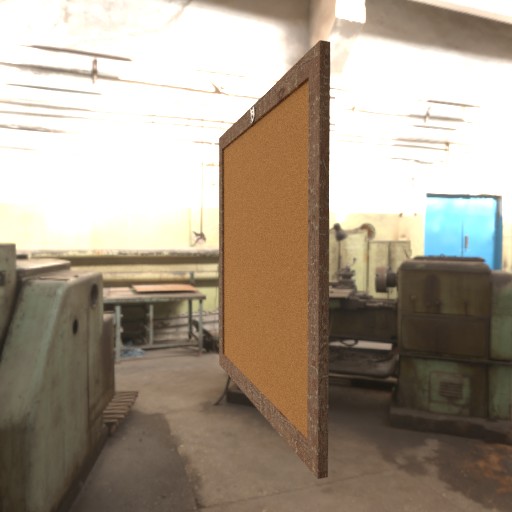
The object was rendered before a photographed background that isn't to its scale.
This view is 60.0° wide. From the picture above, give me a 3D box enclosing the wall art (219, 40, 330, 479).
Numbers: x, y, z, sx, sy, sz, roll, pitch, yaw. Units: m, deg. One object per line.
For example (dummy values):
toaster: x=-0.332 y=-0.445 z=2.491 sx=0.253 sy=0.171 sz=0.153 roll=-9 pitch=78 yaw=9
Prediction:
wall art: x=0.000 y=0.000 z=0.571 sx=0.012 sy=0.384 sz=0.384 roll=-1 pitch=2 yaw=-18
